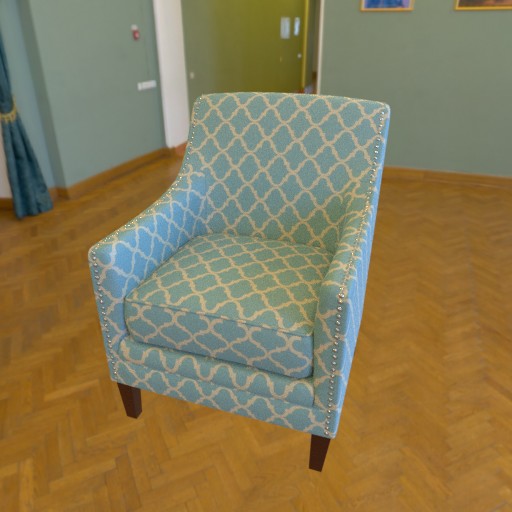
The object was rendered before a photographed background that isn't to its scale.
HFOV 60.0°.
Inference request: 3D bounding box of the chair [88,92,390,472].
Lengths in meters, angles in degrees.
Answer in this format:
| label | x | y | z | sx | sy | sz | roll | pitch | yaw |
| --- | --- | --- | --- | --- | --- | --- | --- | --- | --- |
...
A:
| label | x | y | z | sx | sy | sz | roll | pitch | yaw |
| --- | --- | --- | --- | --- | --- | --- | --- | --- | --- |
| chair | 0.000 | 0.000 | 1.282 | 0.617 | 0.817 | 0.686 | 9 | 28 | 17 |
